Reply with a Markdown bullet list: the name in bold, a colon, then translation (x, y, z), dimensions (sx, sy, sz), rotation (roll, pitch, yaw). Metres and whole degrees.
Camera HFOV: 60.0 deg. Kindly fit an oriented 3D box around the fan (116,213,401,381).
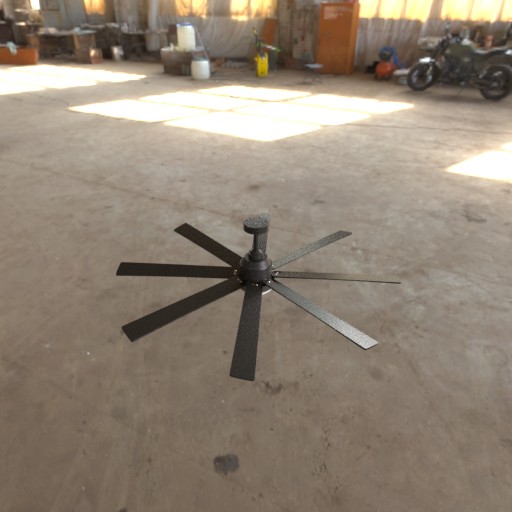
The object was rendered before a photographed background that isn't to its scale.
- **fan**: translation (0.000, 0.000, 2.809), dimensions (1.830, 0.472, 1.830), rotation (-24, 38, -34)
